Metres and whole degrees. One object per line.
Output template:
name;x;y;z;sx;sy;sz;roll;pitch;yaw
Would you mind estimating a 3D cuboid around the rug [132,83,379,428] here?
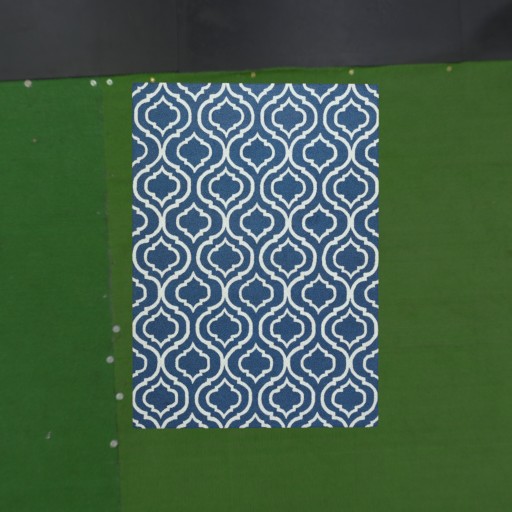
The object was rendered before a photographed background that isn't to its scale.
rug;0.000;0.000;2.748;1.524;0.010;2.134;0;90;-1
